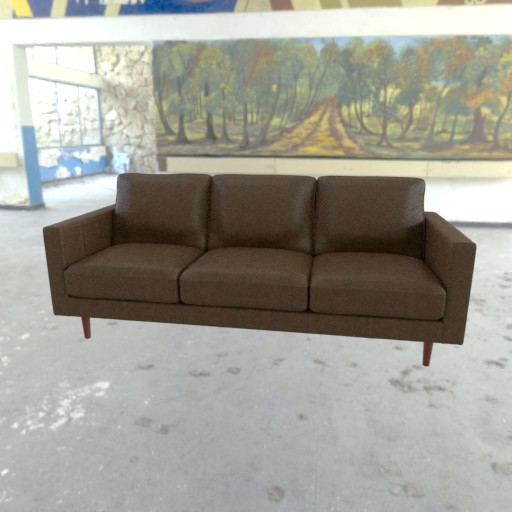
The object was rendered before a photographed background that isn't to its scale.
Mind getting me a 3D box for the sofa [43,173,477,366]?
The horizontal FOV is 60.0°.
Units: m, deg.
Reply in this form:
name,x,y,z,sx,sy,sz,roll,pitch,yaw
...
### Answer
name,x,y,z,sx,sy,sz,roll,pitch,yaw
sofa,0.000,0.000,2.690,2.231,0.930,0.903,3,16,9
